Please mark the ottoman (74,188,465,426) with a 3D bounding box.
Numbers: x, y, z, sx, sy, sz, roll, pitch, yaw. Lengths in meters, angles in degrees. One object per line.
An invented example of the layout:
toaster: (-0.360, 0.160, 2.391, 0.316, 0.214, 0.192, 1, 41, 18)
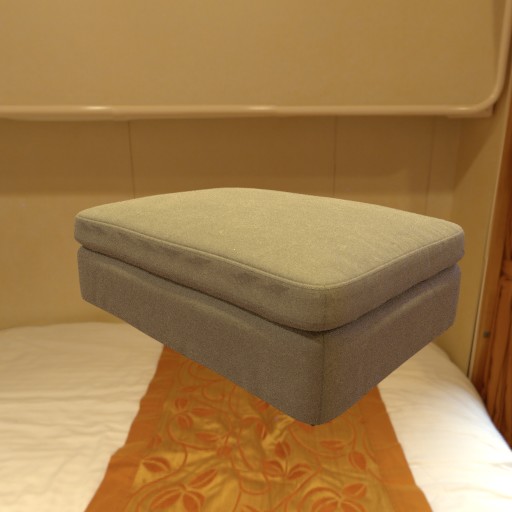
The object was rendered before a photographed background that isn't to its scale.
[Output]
ottoman: (0.000, 0.000, 1.603, 1.199, 0.429, 0.840, 15, 22, 42)
